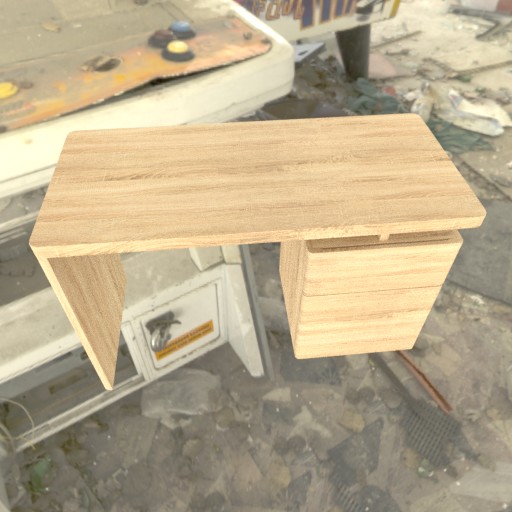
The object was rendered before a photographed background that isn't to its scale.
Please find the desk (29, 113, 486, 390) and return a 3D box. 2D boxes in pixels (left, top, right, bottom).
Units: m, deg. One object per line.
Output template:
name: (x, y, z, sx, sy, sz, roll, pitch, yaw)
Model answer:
desk: (0.000, 0.000, 1.604, 1.200, 0.760, 0.550, -4, 47, -4)
